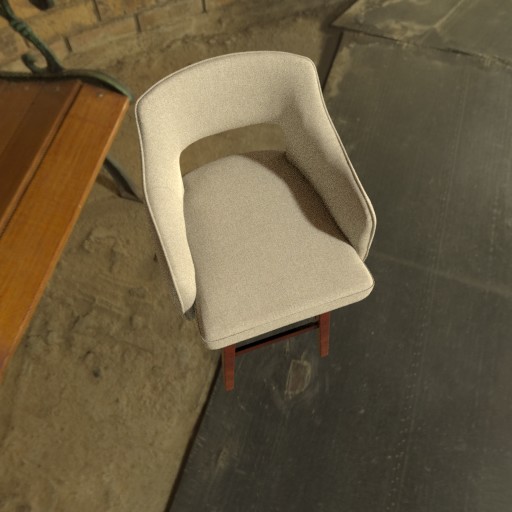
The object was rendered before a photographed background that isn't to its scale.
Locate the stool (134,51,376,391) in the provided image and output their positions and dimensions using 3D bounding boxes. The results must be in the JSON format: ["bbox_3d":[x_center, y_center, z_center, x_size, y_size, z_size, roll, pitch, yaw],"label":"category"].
[{"bbox_3d":[0.000,0.000,1.374,0.550,1.041,0.560,-17,64,-9],"label":"stool"}]
